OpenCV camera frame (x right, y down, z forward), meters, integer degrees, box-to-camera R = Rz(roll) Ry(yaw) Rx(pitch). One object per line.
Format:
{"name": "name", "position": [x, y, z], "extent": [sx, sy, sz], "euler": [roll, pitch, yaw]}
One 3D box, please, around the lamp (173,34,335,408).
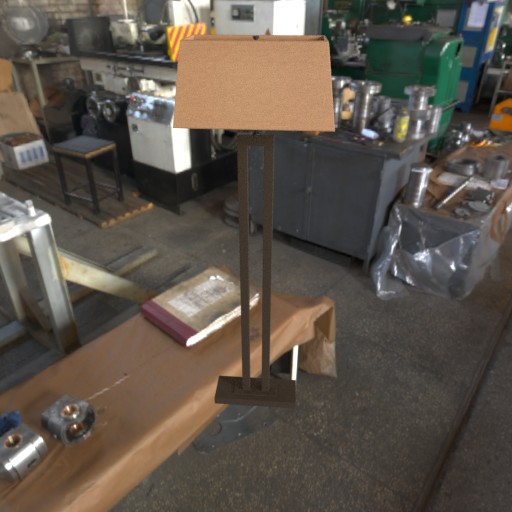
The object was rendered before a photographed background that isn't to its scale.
{"name": "lamp", "position": [0.000, 0.000, 1.647], "extent": [0.475, 1.469, 0.233], "euler": [2, 31, 4]}
